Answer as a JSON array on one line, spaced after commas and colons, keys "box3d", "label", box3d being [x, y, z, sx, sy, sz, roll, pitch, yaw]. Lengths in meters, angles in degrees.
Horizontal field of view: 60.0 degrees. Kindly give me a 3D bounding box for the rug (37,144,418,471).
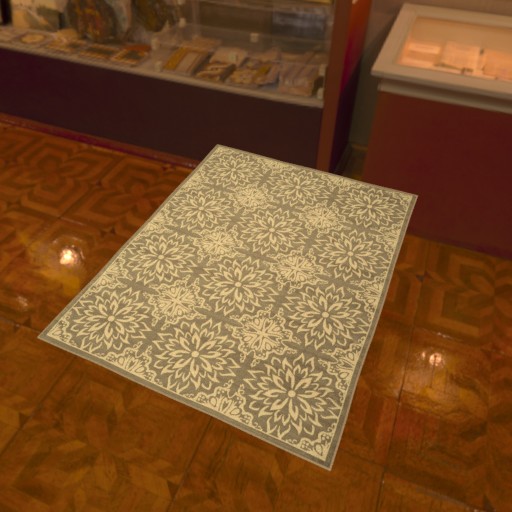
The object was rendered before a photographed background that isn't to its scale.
[{"box3d": [0.000, 0.000, 4.021, 2.363, 0.012, 2.980, 18, 49, 17], "label": "rug"}]
